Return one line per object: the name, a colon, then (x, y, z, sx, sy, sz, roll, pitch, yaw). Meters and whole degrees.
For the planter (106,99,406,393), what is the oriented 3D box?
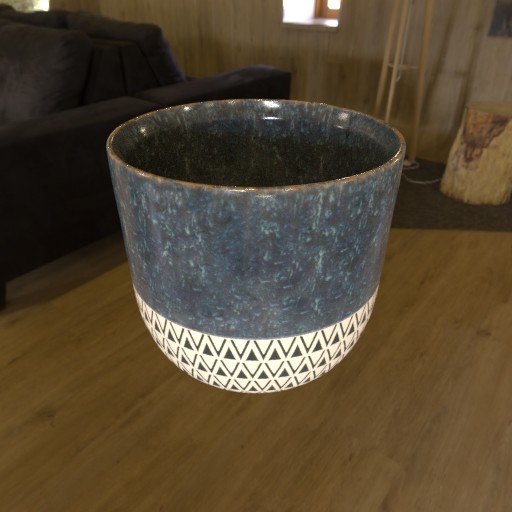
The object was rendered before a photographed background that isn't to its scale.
planter: (0.000, 0.000, 0.479, 0.266, 0.270, 0.266, 0, 32, 0)
